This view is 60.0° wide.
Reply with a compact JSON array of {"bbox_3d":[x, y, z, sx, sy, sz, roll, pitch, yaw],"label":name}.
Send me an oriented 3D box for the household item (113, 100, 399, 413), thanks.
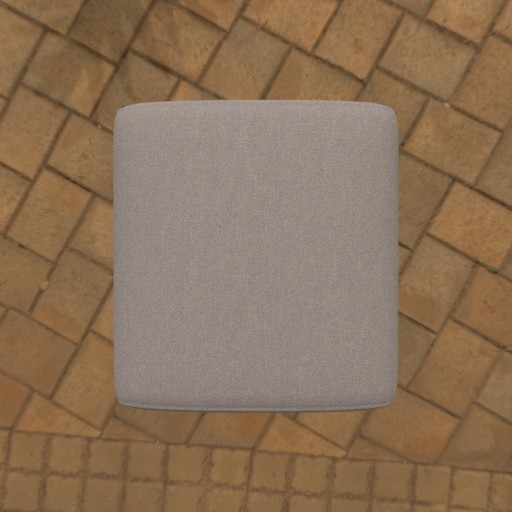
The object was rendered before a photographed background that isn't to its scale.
[{"bbox_3d":[0.000,0.000,0.898,0.530,0.410,0.530,0,90,0],"label":"household item"}]
